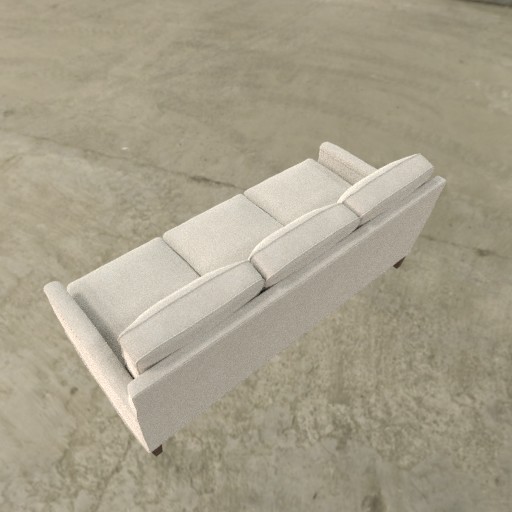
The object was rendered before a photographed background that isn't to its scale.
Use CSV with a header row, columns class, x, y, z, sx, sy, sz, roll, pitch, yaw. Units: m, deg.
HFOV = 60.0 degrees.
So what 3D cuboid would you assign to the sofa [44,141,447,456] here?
class,x,y,z,sx,sy,sz,roll,pitch,yaw
sofa,0.000,0.000,2.735,2.246,1.003,1.084,-32,54,-27
